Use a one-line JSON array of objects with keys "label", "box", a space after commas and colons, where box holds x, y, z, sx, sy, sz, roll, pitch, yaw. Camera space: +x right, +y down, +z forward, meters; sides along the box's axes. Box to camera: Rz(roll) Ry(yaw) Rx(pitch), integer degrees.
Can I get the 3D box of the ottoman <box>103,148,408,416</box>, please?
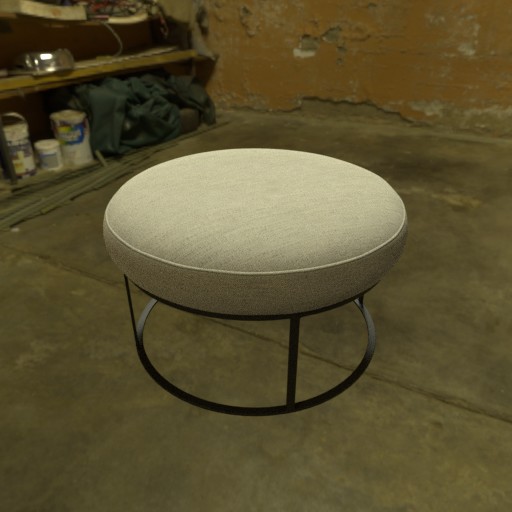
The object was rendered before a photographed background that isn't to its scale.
[{"label": "ottoman", "box": [0.000, 0.000, 1.228, 0.769, 0.459, 0.769, 0, 30, 0]}]
